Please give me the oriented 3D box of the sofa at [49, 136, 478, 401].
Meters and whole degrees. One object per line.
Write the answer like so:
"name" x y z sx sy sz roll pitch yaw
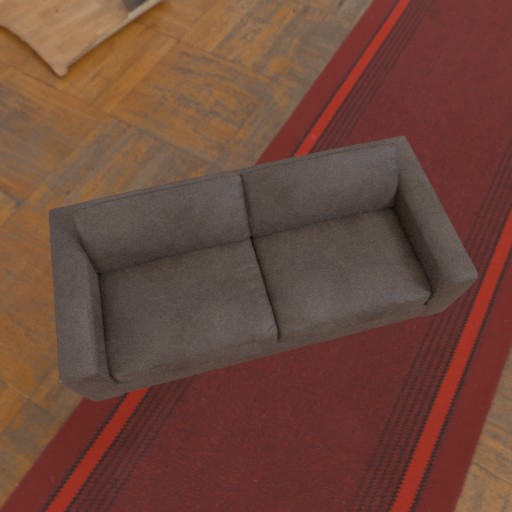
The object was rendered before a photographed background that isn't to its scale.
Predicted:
"sofa" 0.000 0.000 2.647 2.262 0.801 1.070 -13 64 -7
